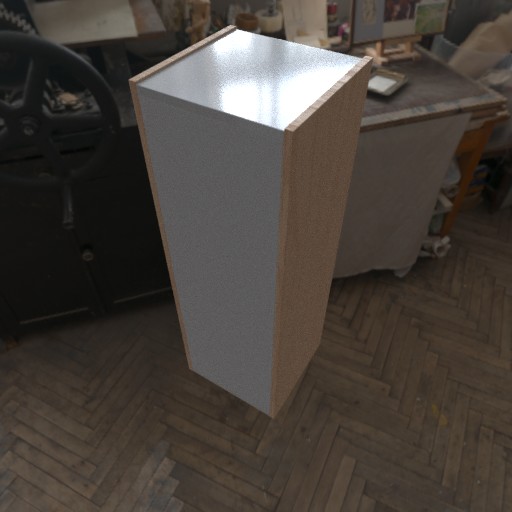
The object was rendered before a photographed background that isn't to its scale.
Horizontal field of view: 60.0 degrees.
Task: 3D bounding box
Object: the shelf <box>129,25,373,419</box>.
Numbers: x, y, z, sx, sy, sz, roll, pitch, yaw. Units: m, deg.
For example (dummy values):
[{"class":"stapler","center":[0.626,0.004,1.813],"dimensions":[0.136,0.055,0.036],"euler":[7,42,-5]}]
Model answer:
[{"class":"shelf","center":[0.000,0.000,1.062],"dimensions":[0.300,0.900,0.290],"euler":[24,51,22]}]
